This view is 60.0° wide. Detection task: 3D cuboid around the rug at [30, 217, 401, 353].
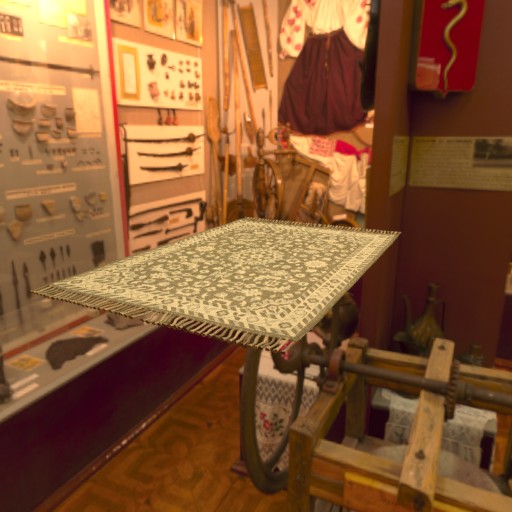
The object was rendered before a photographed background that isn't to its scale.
[{"bbox_3d":[0.000,0.000,3.075,1.530,0.025,2.431,8,17,27],"label":"rug"}]
